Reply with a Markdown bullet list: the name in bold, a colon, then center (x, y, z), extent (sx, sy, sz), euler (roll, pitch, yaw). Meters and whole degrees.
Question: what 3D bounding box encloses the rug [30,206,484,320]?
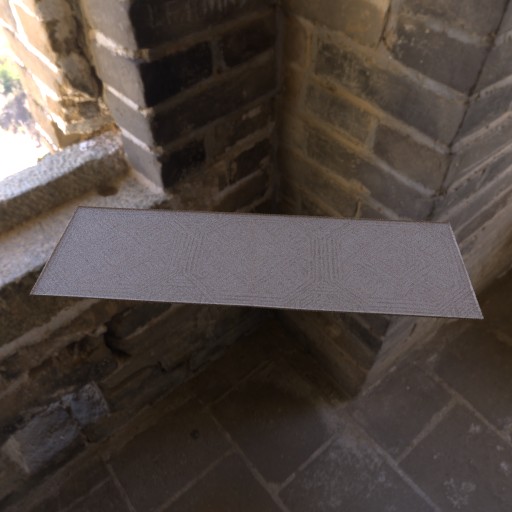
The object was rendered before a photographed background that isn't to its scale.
- **rug**: center (0.000, 0.000, 2.654), extent (2.452, 0.012, 0.775), euler (3, 46, 3)
